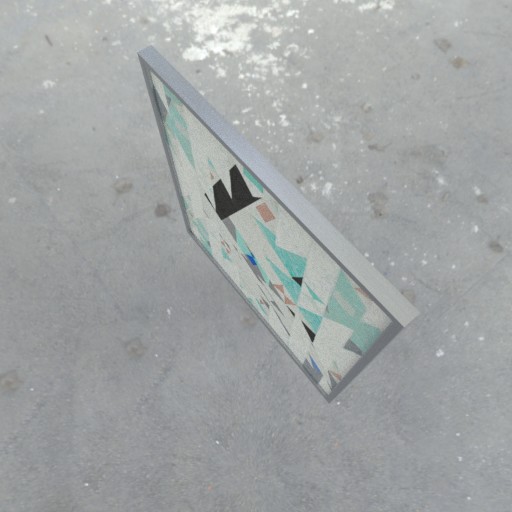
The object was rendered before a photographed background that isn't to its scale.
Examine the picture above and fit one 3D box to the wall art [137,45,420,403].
[{"bbox_3d":[0.000,0.000,1.210,0.038,0.806,0.806,-35,69,-16],"label":"wall art"}]
